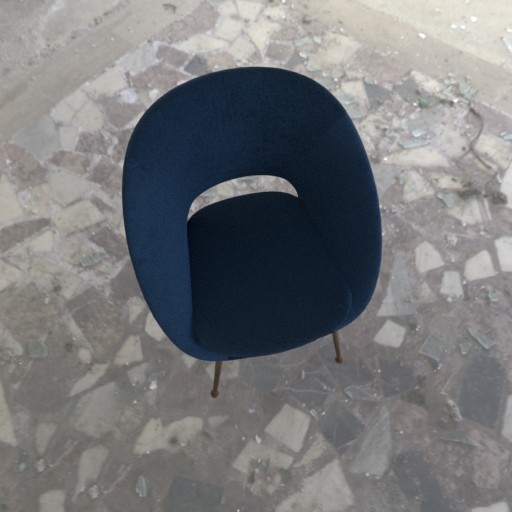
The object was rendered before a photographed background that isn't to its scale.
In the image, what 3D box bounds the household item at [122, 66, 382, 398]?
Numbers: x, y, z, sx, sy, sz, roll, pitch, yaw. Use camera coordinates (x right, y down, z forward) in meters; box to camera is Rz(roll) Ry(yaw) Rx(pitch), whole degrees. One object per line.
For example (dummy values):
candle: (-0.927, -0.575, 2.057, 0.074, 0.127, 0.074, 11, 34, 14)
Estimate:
household item: (0.000, 0.000, 1.266, 0.623, 0.852, 0.573, -14, 65, -7)
